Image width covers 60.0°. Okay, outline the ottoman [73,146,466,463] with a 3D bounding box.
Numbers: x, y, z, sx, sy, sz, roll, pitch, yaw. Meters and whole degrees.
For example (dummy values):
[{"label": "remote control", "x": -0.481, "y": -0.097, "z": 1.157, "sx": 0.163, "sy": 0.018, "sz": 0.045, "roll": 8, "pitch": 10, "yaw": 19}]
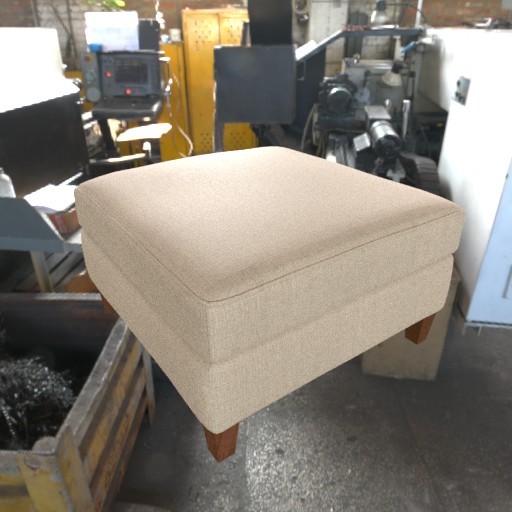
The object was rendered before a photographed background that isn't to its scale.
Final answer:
[{"label": "ottoman", "x": 0.000, "y": 0.000, "z": 1.359, "sx": 0.838, "sy": 0.503, "sz": 0.838, "roll": -18, "pitch": 33, "yaw": -31}]
